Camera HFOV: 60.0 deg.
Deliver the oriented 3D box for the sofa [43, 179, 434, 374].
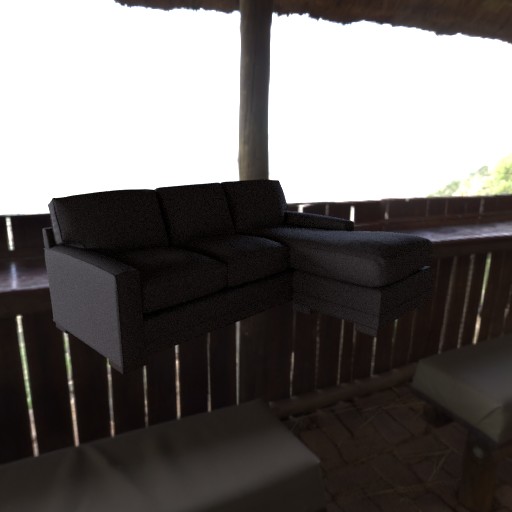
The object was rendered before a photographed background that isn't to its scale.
[{"bbox_3d":[0.000,0.000,3.289,1.790,0.973,2.370,14,20,43],"label":"sofa"}]
